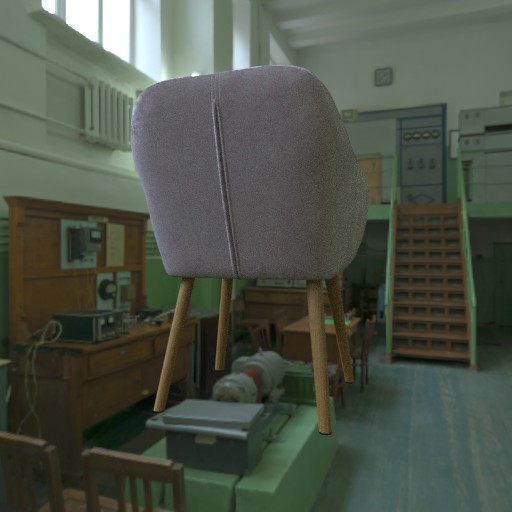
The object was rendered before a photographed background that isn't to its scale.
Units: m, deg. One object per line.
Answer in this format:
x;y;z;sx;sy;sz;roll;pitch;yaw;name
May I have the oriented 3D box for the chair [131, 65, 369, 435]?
0.000;0.000;1.260;0.610;0.832;0.570;0;1;18;chair
